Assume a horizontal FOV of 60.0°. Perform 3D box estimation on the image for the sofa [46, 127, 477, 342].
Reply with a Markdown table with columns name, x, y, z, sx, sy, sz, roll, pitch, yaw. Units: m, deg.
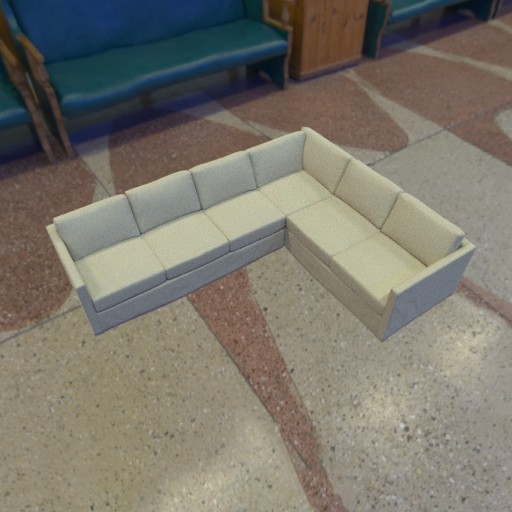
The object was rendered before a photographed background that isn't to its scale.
| name | x | y | z | sx | sy | sz | roll | pitch | yaw |
| --- | --- | --- | --- | --- | --- | --- | --- | --- | --- |
| sofa | 0.000 | 0.000 | 4.248 | 3.182 | 0.871 | 2.432 | -25 | 51 | -23 |
